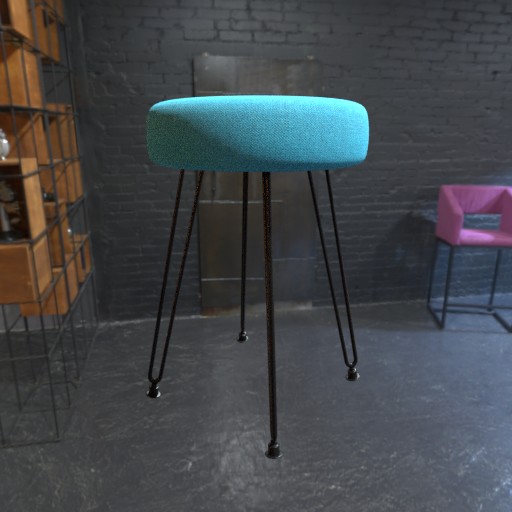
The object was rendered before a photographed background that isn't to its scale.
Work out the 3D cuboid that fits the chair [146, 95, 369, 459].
[{"bbox_3d":[0.000,0.000,0.662,0.350,0.440,0.350,-2,16,-8],"label":"chair"}]
